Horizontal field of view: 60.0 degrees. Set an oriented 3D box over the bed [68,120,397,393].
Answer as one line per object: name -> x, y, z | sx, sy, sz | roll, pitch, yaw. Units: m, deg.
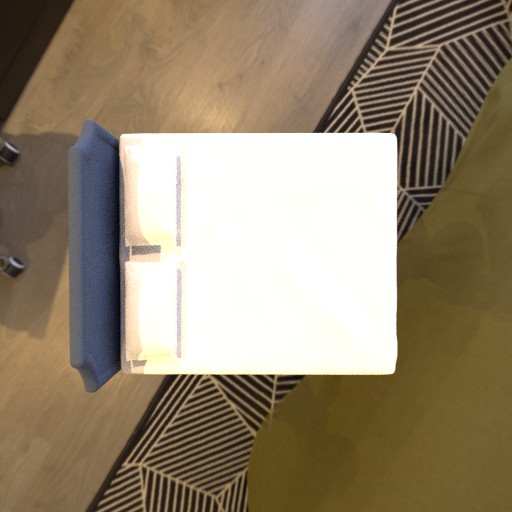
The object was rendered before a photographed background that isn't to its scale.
bed -> 0.000, 0.000, 4.012 | 2.773, 1.488, 2.350 | 0, 91, 1
